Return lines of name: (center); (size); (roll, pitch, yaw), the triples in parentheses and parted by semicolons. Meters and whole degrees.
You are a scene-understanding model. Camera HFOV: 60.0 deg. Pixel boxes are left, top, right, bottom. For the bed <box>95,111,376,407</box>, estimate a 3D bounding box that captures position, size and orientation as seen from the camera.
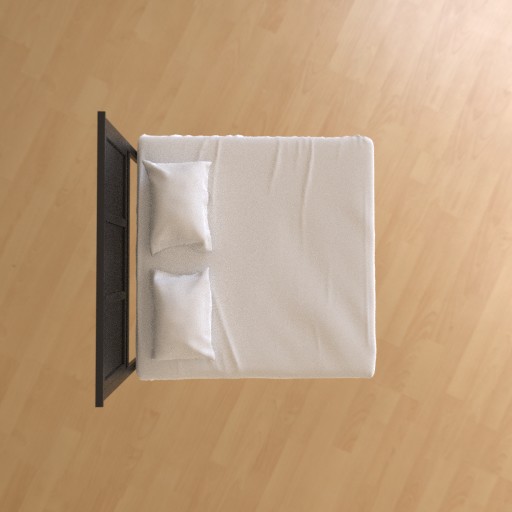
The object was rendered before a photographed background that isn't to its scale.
bed: (0.000, 0.000, 3.660); (2.219, 1.271, 2.315); (0, 89, -2)
